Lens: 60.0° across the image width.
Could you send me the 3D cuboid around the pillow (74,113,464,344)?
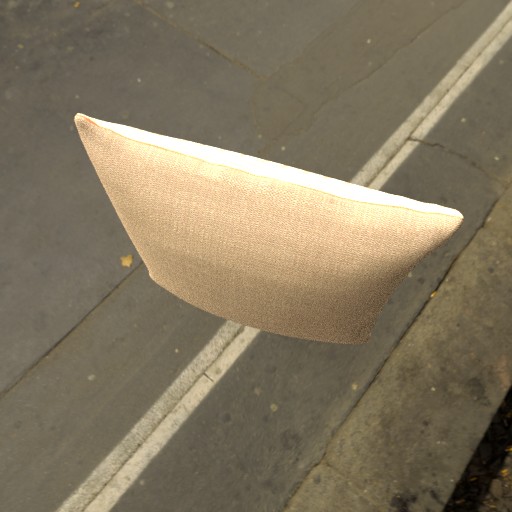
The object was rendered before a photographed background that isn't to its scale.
[{"bbox_3d":[0.000,0.000,0.779,0.521,0.519,0.215,16,64,8],"label":"pillow"}]
